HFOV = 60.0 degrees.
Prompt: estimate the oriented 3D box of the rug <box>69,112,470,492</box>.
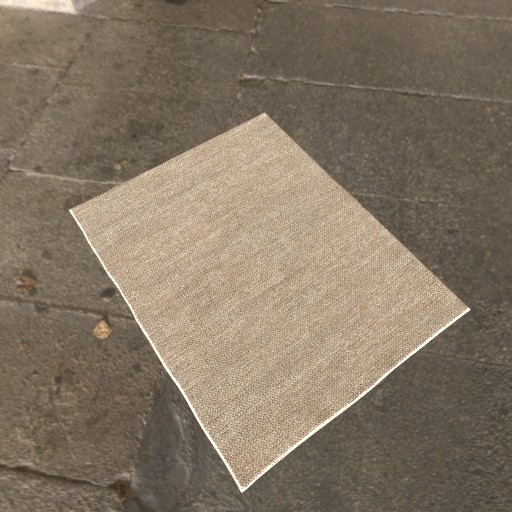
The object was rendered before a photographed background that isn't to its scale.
[{"bbox_3d":[0.000,0.000,4.133,2.429,0.030,3.052,-32,64,-17],"label":"rug"}]
